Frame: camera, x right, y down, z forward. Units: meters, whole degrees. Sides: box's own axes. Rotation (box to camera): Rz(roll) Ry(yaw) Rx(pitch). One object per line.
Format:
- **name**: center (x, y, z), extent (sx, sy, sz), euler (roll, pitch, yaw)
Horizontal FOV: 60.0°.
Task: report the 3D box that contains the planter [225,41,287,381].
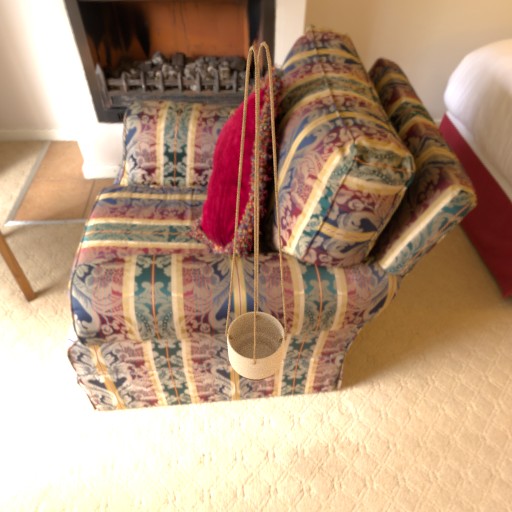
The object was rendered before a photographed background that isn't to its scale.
- **planter**: center (0.000, 0.000, 0.909), extent (0.146, 0.841, 0.146), euler (-33, 55, -27)
